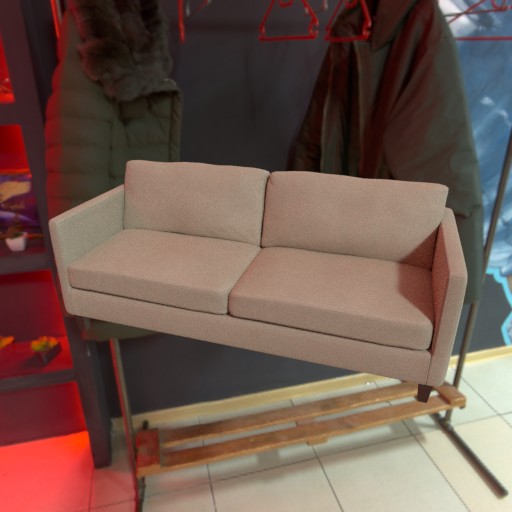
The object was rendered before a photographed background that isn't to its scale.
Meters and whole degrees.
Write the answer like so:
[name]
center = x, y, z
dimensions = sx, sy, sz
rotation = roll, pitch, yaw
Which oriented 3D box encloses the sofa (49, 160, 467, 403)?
[sofa]
center = 0.000, 0.000, 2.647
dimensions = 2.181, 0.932, 0.948
rotation = 8, 26, 16
